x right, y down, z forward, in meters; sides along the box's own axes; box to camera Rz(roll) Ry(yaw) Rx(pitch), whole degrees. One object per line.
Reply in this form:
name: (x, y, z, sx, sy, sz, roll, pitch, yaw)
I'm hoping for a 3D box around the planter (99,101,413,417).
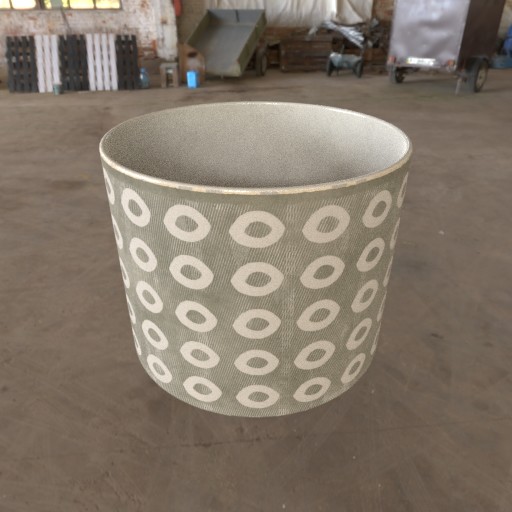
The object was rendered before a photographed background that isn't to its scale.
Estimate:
planter: (0.000, 0.000, 0.429, 0.250, 0.239, 0.250, 0, 31, 0)
